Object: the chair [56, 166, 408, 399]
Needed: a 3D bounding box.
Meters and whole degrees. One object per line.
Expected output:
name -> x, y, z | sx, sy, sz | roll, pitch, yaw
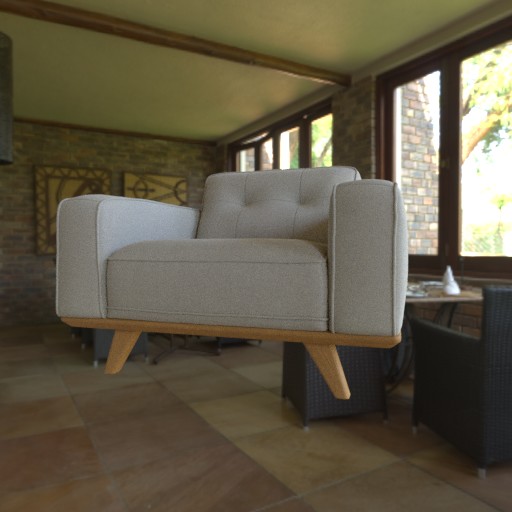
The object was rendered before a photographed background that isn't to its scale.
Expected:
chair -> 0.000, 0.000, 1.722 | 1.115, 0.779, 0.953 | 0, 1, 19
